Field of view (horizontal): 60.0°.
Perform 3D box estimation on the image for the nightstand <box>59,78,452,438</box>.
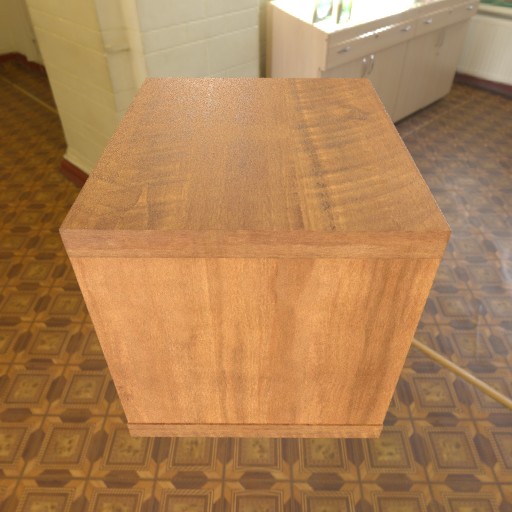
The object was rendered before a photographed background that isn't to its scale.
[{"bbox_3d":[0.000,0.000,0.831,0.436,0.491,0.493,0,40,0],"label":"nightstand"}]
